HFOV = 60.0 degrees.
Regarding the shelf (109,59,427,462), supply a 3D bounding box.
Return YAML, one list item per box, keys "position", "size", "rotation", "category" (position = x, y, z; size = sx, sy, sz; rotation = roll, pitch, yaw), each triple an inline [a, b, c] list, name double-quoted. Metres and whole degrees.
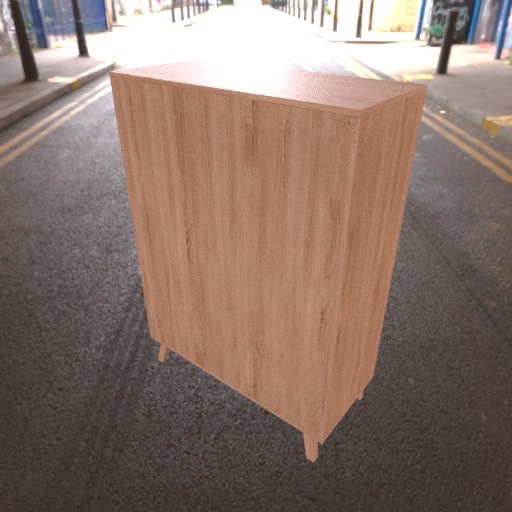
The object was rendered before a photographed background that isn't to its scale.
- position: [0.000, 0.000, 1.840]
  size: [1.000, 1.390, 0.450]
  rotation: [22, 37, 32]
  category: "shelf"
